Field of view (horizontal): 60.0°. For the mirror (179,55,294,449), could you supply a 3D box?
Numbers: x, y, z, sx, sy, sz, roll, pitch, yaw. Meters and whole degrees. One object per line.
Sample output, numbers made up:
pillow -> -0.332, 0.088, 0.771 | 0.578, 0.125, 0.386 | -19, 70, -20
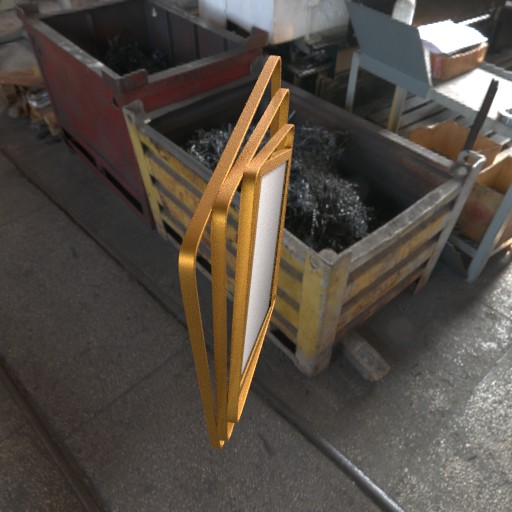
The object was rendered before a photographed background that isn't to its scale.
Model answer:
mirror -> 0.000, 0.000, 0.705 | 0.045, 0.468, 0.470 | 9, 47, 8
